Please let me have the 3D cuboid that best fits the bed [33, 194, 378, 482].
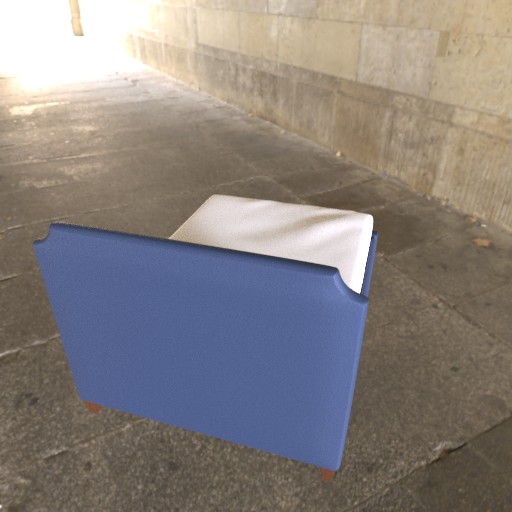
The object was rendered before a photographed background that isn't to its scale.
[{"bbox_3d":[0.000,0.000,3.311,1.712,1.443,2.372,9,33,15],"label":"bed"}]
